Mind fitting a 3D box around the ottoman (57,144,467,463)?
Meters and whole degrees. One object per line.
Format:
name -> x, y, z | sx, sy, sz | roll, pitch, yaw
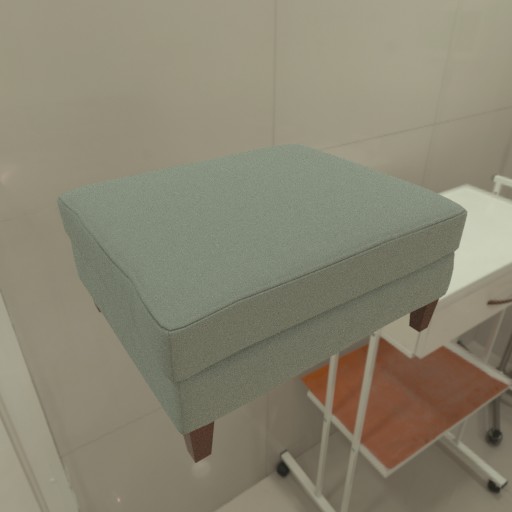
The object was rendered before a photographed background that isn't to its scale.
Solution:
ottoman -> 0.000, 0.000, 1.443 | 0.991, 0.494, 0.842 | -19, 35, -30
